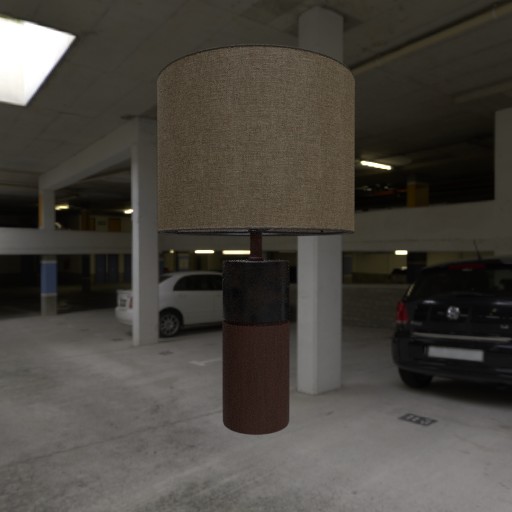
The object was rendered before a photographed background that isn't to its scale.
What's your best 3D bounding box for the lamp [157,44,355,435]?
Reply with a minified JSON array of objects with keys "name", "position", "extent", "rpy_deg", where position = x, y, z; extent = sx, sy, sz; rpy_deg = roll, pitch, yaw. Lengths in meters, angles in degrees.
[{"name":"lamp","position":[0.000,0.000,0.466],"extent":[0.202,0.350,0.202],"rpy_deg":[0,1,0]}]
